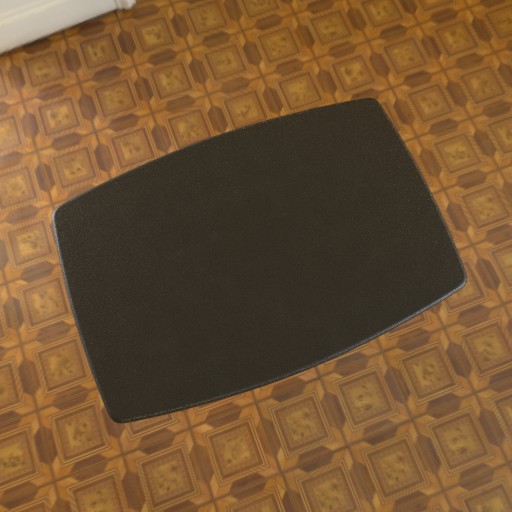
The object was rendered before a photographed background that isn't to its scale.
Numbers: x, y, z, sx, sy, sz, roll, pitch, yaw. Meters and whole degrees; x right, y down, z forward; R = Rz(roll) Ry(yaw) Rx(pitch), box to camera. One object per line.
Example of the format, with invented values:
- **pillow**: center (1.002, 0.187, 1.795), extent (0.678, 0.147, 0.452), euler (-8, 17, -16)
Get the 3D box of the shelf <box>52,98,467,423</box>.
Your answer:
- **shelf**: center (0.000, 0.000, 0.521), extent (0.410, 0.100, 0.280), euler (-21, 77, -5)
